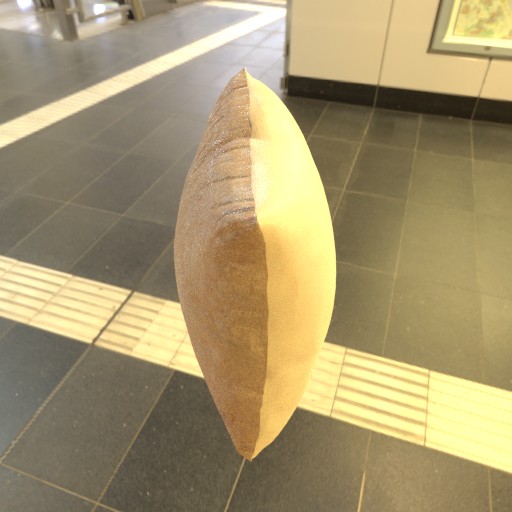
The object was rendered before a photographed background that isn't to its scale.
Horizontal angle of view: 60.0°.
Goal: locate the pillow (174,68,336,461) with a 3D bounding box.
[{"bbox_3d":[0.000,0.000,0.704,0.245,0.448,0.450,0,40,0],"label":"pillow"}]
